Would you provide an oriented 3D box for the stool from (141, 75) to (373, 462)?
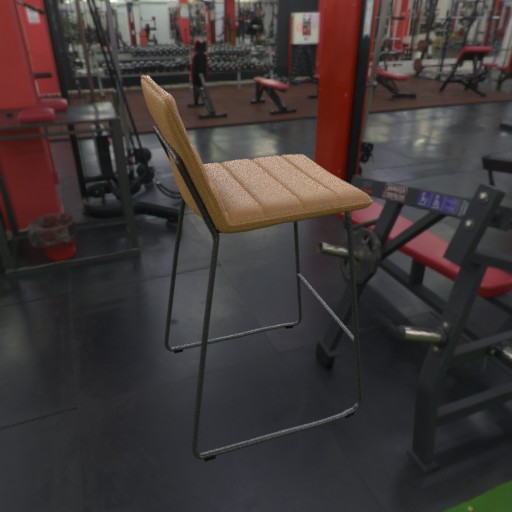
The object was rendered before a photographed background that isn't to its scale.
[{"bbox_3d":[0.000,0.000,1.246,0.524,0.936,0.489,-9,30,-17],"label":"stool"}]
